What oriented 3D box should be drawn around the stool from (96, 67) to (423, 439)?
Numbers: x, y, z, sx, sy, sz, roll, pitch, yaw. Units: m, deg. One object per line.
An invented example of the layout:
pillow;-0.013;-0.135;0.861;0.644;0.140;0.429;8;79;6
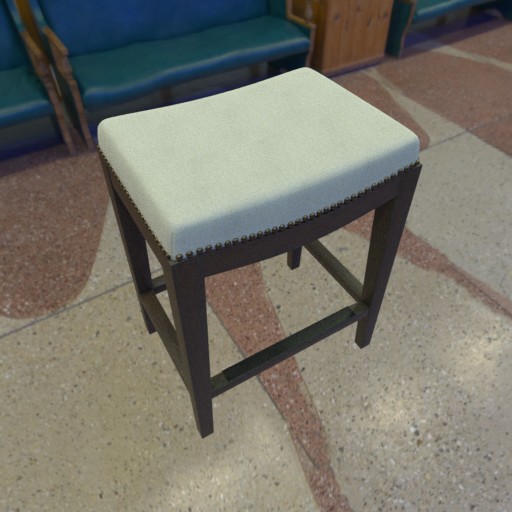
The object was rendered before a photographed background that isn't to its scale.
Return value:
stool;0.000;0.000;0.991;0.500;0.642;0.361;-23;50;-21
